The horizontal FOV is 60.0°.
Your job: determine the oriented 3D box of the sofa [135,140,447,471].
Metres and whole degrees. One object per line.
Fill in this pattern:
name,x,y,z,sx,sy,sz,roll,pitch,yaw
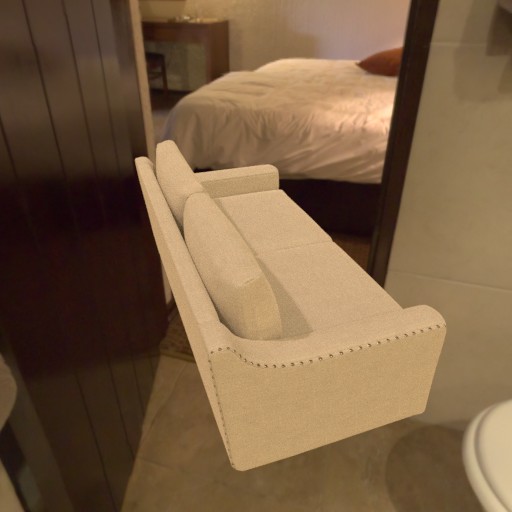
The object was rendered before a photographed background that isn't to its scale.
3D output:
sofa,0.000,0.000,2.677,1.104,0.983,2.107,-11,33,-17
